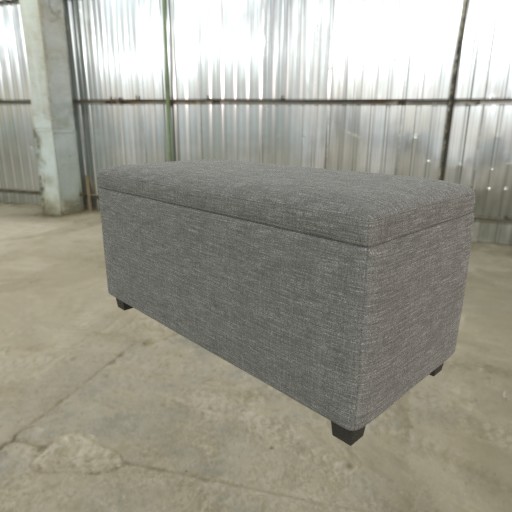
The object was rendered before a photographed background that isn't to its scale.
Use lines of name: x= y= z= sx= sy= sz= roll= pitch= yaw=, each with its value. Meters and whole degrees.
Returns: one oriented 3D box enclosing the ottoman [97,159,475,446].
ottoman: x=0.000 y=0.000 z=1.113 sx=0.419 sy=0.432 sz=0.902 roll=-15 pitch=23 yaw=-42
